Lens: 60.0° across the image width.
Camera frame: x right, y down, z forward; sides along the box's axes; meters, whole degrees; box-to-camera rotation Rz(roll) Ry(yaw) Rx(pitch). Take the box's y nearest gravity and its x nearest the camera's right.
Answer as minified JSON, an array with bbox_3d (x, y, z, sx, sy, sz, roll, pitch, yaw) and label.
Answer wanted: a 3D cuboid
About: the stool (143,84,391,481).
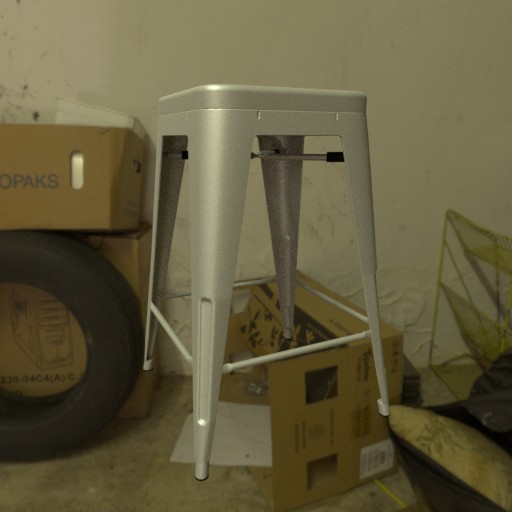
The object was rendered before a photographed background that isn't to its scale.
[{"bbox_3d":[0.000,0.000,0.891,0.406,0.610,0.406,-7,17,-25],"label":"stool"}]
